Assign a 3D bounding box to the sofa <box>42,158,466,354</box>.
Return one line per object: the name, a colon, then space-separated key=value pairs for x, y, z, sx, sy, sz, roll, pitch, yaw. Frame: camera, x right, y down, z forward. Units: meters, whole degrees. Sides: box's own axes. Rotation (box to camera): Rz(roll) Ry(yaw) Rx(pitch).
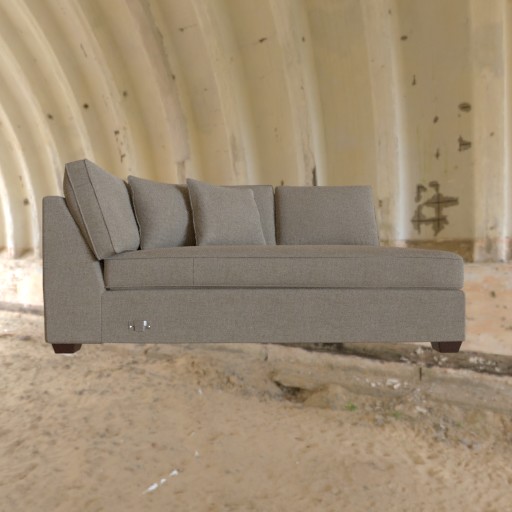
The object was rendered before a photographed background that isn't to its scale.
sofa: x=0.000 y=0.000 z=2.813 sx=2.238 sy=1.019 sz=1.110 roll=0 pitch=1 yaw=-1
